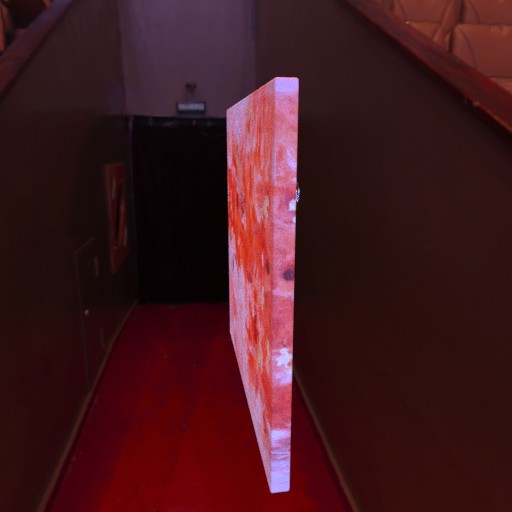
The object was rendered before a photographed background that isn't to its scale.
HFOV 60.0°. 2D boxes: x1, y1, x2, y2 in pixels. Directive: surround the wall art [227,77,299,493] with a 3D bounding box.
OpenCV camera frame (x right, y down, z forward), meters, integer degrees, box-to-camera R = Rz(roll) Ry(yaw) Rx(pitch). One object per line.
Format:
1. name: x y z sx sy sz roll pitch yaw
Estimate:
1. wall art: 0.000 0.000 1.115 0.064 0.746 0.747 -2 15 -9
